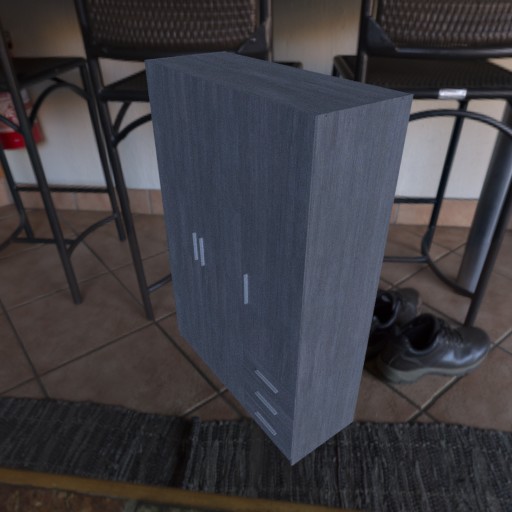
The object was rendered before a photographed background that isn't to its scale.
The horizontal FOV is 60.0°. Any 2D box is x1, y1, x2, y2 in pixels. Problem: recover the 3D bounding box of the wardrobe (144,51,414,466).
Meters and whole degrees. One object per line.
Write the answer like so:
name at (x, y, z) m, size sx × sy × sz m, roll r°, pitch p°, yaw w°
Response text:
wardrobe at (0.000, 0.000, 2.479) m, size 0.510 × 1.910 × 1.290 m, roll -22°, pitch 39°, yaw -30°
